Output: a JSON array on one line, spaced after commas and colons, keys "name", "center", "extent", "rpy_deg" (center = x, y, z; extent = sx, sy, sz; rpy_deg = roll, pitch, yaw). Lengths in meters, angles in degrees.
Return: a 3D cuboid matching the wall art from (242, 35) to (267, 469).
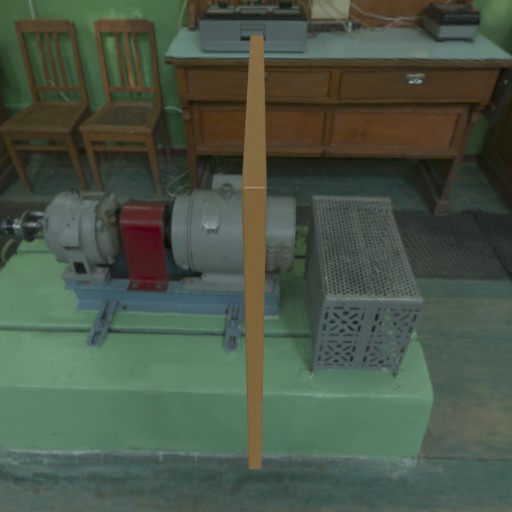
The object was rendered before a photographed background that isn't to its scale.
[{"name": "wall art", "center": [0.000, 0.000, 0.724], "extent": [0.021, 0.550, 0.449], "rpy_deg": [0, 41, 0]}]
